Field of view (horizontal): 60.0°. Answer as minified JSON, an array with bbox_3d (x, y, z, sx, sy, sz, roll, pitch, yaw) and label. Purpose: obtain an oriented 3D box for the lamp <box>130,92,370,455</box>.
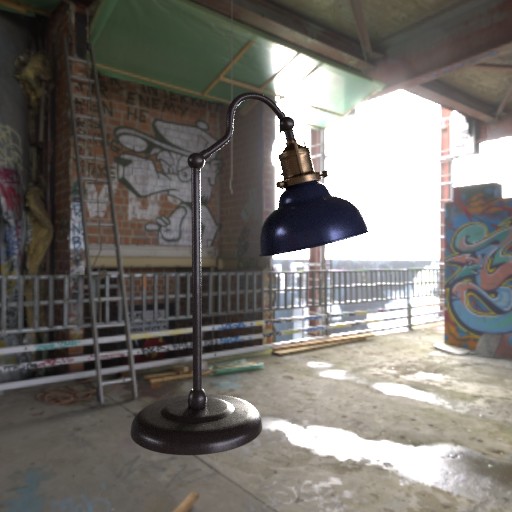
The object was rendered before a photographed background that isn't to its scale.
[{"bbox_3d":[0.000,0.000,0.688,0.374,0.508,0.192,0,-1,-18],"label":"lamp"}]
